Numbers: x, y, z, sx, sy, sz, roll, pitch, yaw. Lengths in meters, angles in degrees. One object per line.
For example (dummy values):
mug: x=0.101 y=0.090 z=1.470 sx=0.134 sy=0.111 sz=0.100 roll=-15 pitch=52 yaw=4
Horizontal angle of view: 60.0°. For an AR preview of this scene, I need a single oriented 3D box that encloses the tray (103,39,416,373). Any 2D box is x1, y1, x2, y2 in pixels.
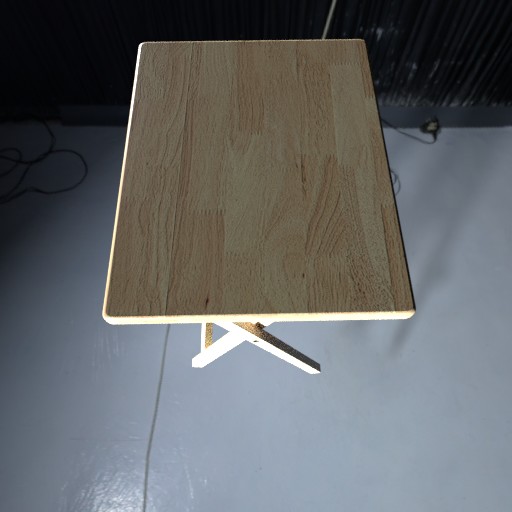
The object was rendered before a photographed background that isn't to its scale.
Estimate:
tray: x=0.000 y=0.000 z=0.932 sx=0.381 sy=0.660 sz=0.483 roll=-1 pitch=64 yaw=0
